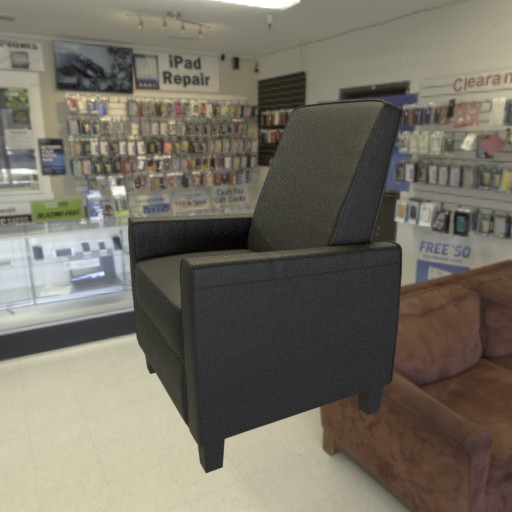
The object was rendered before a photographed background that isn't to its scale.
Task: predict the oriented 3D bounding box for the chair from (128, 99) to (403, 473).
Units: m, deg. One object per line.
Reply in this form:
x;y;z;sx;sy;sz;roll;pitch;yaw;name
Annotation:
0.000;0.000;1.512;0.746;1.013;0.705;-8;18;-27;chair
